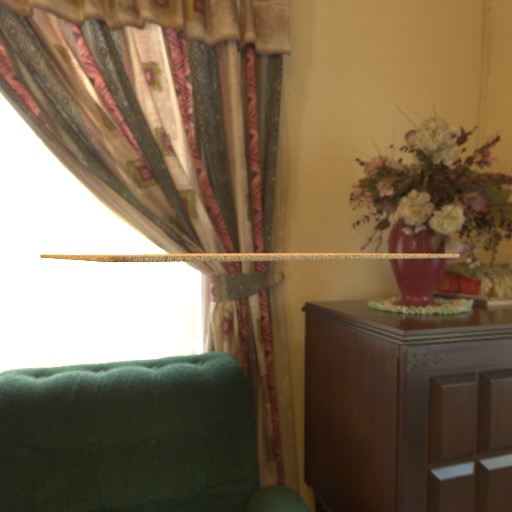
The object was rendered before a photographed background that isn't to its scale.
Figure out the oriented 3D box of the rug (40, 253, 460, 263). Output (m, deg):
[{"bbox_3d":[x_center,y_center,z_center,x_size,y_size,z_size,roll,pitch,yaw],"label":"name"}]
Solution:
[{"bbox_3d":[0.000,0.000,2.910,2.349,0.025,1.500,0,1,-35],"label":"rug"}]
